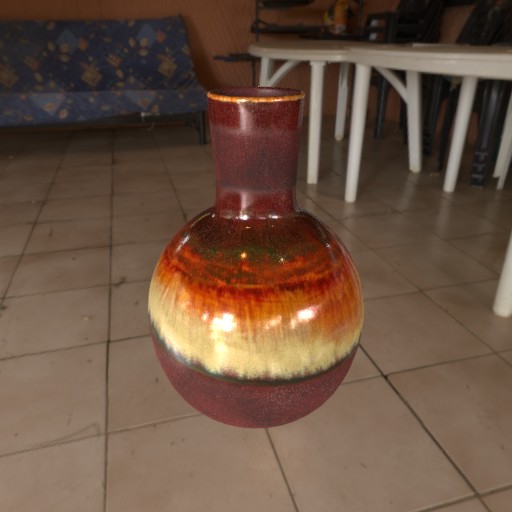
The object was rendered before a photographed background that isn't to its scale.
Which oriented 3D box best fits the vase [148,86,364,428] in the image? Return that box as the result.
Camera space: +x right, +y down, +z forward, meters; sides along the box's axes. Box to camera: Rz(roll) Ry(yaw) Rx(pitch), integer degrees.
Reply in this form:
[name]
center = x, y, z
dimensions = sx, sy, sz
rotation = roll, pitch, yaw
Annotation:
[vase]
center = 0.000, 0.000, 0.220
dimensions = 0.111, 0.154, 0.111
rotation = 0, 26, 0
